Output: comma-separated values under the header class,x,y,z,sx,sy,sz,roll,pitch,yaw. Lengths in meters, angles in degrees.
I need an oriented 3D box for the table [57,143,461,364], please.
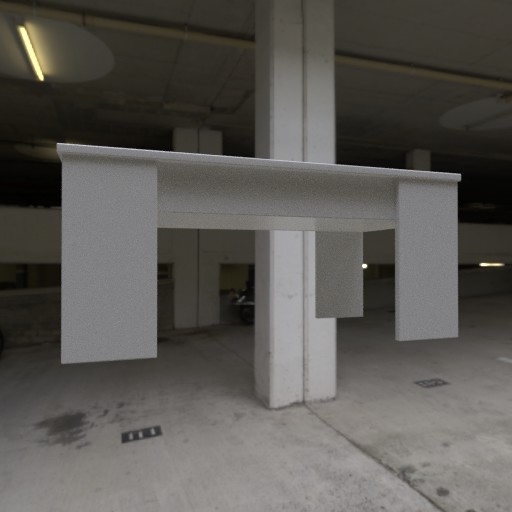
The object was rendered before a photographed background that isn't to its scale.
class,x,y,z,sx,sy,sz,roll,pitch,yaw
table,0.000,0.000,1.272,1.000,0.440,0.500,0,-1,-18
